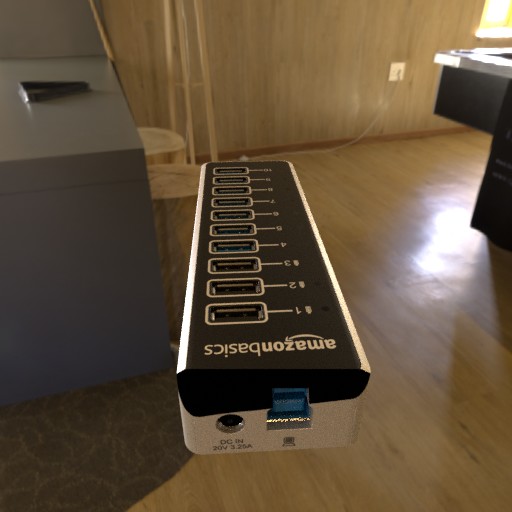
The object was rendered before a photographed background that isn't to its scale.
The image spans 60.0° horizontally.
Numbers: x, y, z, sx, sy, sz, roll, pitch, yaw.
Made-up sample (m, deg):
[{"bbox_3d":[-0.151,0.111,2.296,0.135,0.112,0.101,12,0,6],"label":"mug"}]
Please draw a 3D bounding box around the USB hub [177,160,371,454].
[{"bbox_3d":[0.000,0.000,0.164,0.044,0.023,0.145,-2,31,-3],"label":"USB hub"}]
